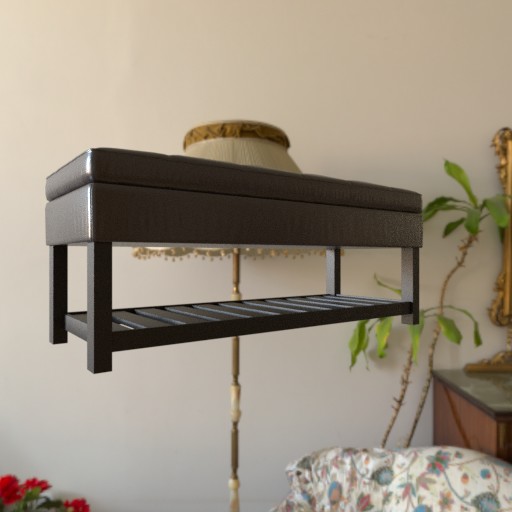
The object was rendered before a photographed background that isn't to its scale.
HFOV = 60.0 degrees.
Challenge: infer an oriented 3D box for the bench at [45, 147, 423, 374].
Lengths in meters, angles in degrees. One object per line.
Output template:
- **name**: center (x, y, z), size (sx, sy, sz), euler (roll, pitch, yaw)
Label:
- **bench**: center (0.000, 0.000, 1.342), size (1.105, 0.460, 0.432), euler (0, 0, -36)
